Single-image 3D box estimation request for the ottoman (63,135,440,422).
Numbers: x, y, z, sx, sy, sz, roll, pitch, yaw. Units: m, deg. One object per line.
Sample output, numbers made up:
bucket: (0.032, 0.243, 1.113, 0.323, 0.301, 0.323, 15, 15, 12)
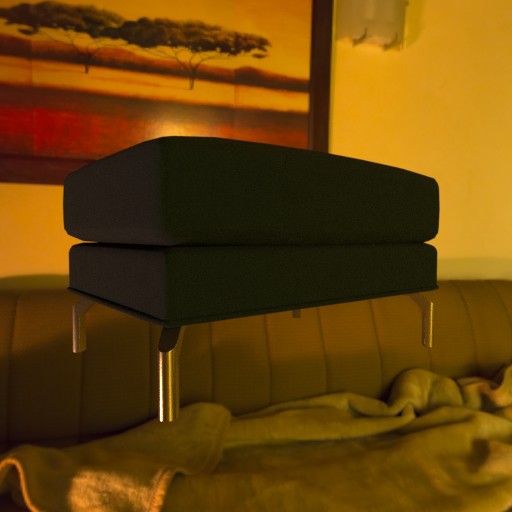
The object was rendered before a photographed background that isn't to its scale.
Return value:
ottoman: (0.000, 0.000, 1.178, 0.835, 0.498, 0.587, -2, 4, -37)
